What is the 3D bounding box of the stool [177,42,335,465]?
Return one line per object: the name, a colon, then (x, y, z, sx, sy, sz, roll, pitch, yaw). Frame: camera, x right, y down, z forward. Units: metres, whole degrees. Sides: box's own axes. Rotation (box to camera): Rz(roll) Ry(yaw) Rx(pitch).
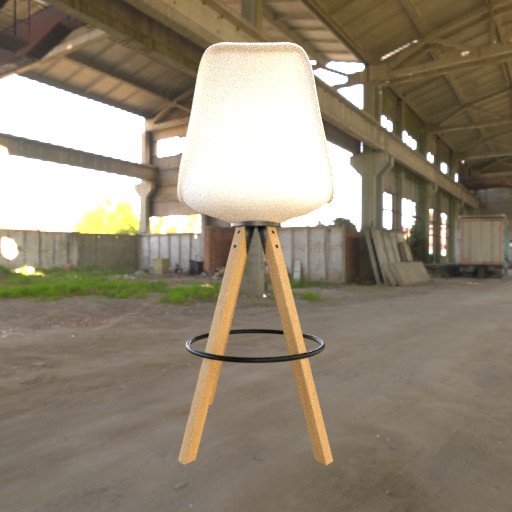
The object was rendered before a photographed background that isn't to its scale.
stool: (0.000, 0.000, 1.412, 0.482, 1.115, 0.549, 0, 1, 0)
